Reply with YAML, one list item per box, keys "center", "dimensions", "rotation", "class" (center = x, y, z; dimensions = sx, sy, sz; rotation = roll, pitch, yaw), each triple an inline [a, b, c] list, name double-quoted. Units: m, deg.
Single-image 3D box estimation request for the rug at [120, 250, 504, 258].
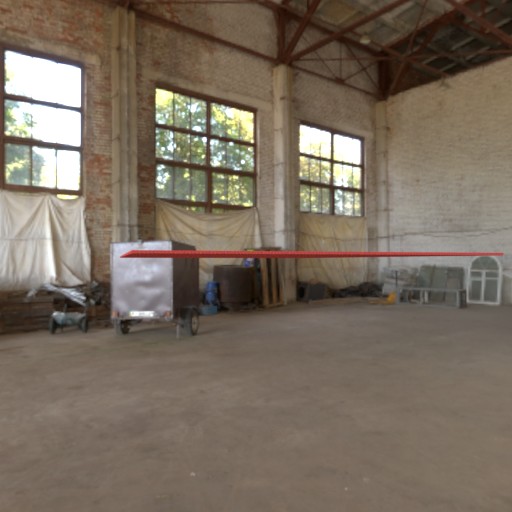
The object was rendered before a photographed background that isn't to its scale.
- center: [0.000, 0.000, 2.770]
  dimensions: [1.593, 0.013, 2.211]
  rotation: [0, -1, -18]
  class: "rug"
